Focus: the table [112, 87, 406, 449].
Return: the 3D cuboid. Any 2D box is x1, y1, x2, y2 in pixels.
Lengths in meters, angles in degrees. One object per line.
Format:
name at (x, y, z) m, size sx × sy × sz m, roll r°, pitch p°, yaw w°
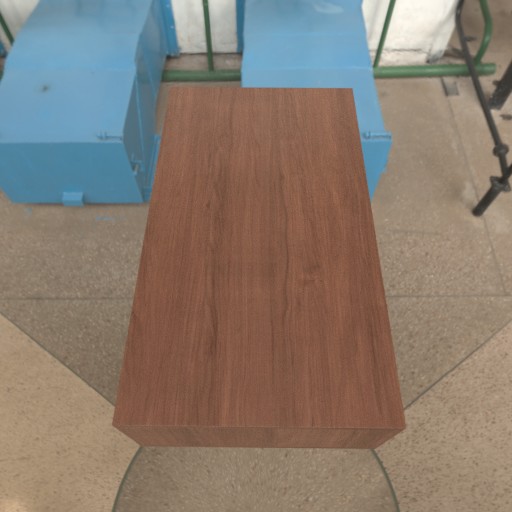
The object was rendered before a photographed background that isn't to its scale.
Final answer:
table at (0.000, 0.000, 1.299) m, size 0.600 × 0.380 × 1.020 m, roll 0°, pitch 58°, yaw 0°
